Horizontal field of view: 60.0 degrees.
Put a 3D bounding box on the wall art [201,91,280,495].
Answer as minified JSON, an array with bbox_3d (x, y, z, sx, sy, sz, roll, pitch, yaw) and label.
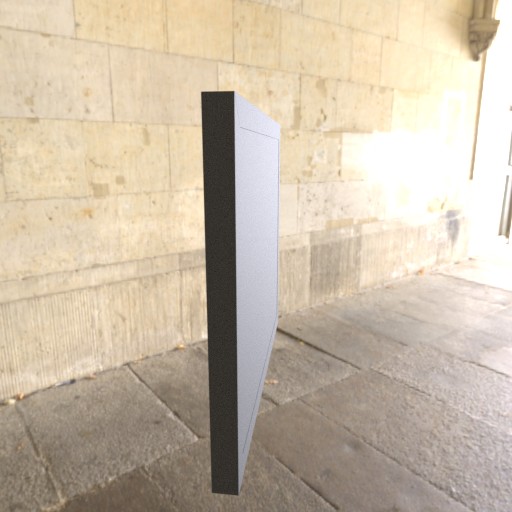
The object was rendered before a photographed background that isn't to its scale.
[{"bbox_3d":[0.000,0.000,0.540,0.024,0.329,0.404,2,13,7],"label":"wall art"}]
